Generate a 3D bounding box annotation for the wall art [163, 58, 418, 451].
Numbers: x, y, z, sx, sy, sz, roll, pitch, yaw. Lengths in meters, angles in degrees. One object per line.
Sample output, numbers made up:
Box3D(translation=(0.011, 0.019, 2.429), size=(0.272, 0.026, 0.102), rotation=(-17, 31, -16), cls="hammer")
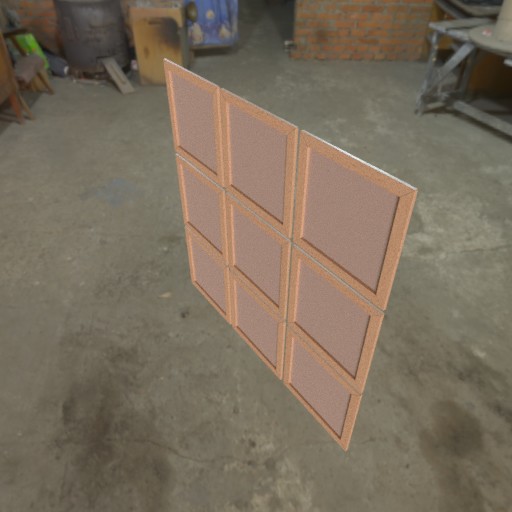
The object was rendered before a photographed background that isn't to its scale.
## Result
Box3D(translation=(0.000, 0.000, 2.194), size=(0.014, 1.507, 1.519), rotation=(-25, 46, -27), cls="wall art")
